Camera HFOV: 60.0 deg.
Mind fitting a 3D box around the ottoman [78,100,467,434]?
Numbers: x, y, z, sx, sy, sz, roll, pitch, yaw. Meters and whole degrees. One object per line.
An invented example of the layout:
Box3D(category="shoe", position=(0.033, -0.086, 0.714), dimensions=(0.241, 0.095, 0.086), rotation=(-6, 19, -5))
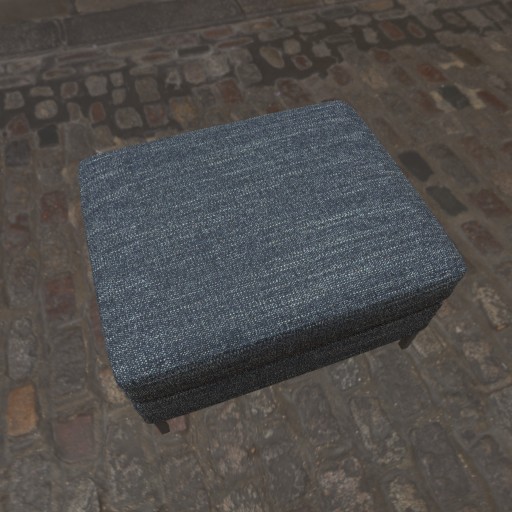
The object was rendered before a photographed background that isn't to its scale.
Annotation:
Box3D(category="ottoman", position=(0.000, 0.000, 1.240), dimensions=(0.814, 0.491, 0.667), rotation=(-16, 57, -11))
